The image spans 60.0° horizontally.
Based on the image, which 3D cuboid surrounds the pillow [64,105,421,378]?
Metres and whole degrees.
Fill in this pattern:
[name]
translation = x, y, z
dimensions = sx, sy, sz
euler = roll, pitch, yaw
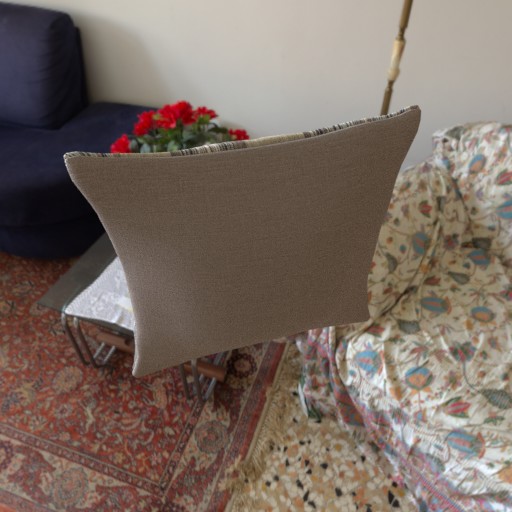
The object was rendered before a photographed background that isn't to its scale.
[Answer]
[pillow]
translation = 0.000, 0.000, 0.656
dimensions = 0.435, 0.416, 0.189
euler = -11, 44, -12
